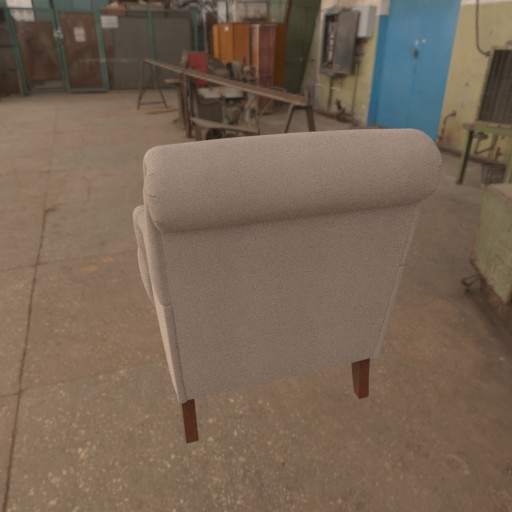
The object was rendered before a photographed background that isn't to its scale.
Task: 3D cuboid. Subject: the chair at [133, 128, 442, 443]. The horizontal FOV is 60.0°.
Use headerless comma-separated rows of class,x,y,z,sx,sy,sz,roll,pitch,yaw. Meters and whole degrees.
chair,0.000,0.000,1.525,0.766,0.942,0.842,-8,28,-16
